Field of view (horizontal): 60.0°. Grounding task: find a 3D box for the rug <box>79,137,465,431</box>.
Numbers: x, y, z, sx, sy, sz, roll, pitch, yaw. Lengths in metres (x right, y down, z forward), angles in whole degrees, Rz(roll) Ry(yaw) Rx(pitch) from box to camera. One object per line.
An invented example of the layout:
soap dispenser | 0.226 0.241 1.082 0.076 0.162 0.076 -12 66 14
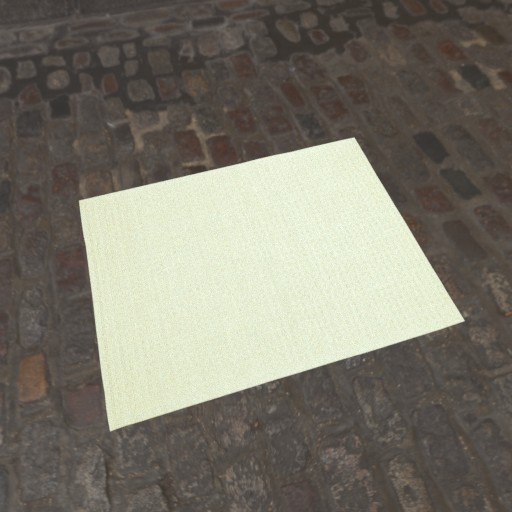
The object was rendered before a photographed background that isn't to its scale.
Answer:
rug | 0.000 0.000 4.376 3.204 0.016 2.452 -15 60 -9
